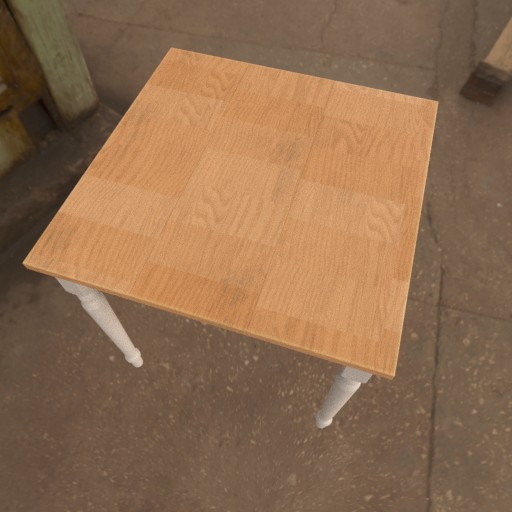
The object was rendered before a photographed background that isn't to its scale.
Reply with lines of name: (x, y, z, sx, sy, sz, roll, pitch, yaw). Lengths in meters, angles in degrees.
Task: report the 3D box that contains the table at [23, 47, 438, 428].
table: (0.000, 0.000, 1.330, 0.747, 0.738, 0.747, 15, 60, 9)
